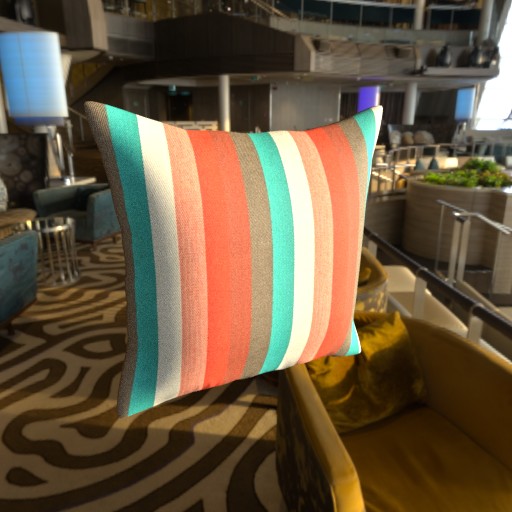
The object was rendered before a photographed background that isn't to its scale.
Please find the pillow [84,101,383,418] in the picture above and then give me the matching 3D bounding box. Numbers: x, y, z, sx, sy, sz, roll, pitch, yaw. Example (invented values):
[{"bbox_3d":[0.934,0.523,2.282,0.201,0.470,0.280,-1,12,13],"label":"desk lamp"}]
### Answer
[{"bbox_3d":[0.000,0.000,0.679,0.453,0.443,0.168,-9,19,-26],"label":"pillow"}]
